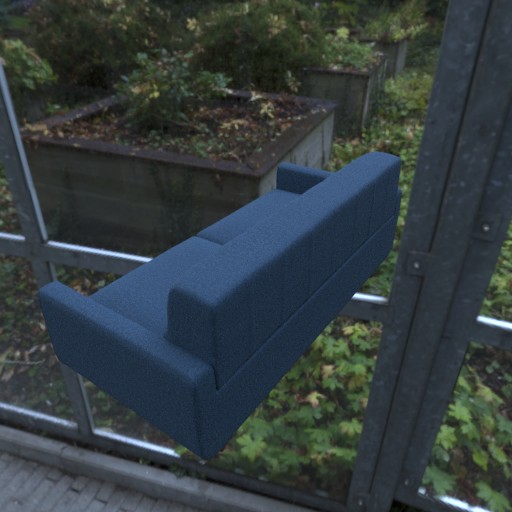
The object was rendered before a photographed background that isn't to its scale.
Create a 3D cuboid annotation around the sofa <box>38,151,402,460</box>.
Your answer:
[{"bbox_3d":[0.000,0.000,2.511,0.942,0.884,2.055,20,37,29],"label":"sofa"}]
